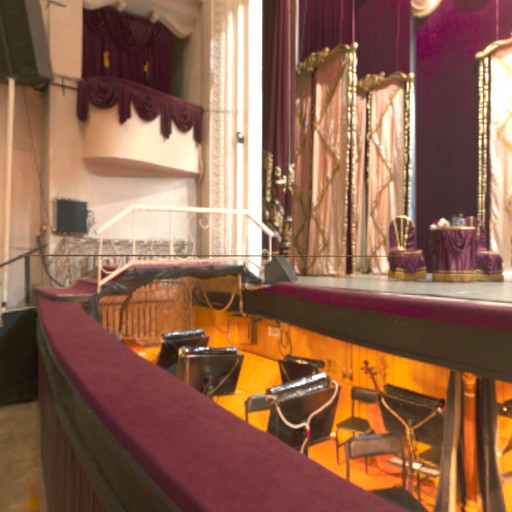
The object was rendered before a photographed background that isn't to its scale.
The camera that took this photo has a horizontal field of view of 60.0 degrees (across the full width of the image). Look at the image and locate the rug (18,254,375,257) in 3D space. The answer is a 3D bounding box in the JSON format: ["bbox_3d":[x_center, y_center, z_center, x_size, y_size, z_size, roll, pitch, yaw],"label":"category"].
[{"bbox_3d":[0.000,0.000,2.653,2.437,0.005,0.688,0,0,-37],"label":"rug"}]
